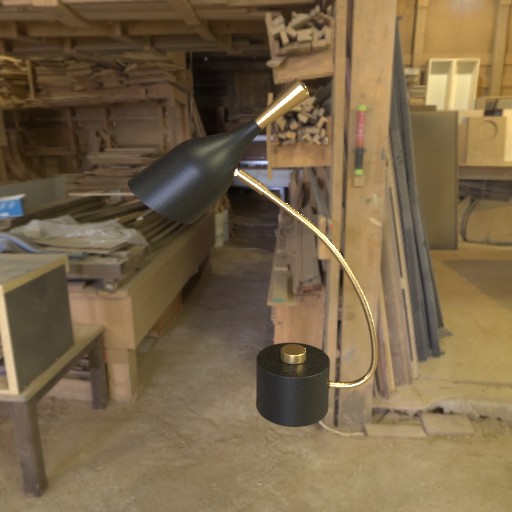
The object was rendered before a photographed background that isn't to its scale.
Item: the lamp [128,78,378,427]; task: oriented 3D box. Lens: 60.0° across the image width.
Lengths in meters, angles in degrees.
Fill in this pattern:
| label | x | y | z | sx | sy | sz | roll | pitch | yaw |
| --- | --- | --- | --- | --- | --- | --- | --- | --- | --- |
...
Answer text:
| label | x | y | z | sx | sy | sz | roll | pitch | yaw |
| --- | --- | --- | --- | --- | --- | --- | --- | --- | --- |
| lamp | 0.000 | 0.000 | 0.623 | 0.352 | 0.464 | 0.110 | 2 | 15 | 8 |
